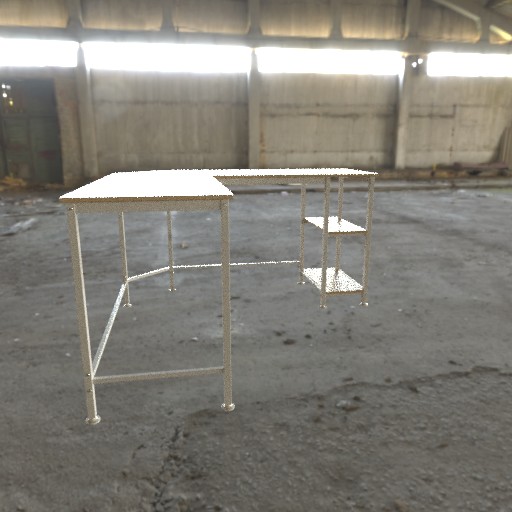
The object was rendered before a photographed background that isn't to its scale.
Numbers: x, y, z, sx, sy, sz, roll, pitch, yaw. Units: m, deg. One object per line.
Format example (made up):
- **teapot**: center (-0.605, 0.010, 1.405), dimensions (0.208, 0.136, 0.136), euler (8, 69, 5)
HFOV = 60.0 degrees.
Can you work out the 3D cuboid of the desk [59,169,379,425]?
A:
- **desk**: center (0.000, 0.000, 2.121), dimensions (1.379, 0.739, 1.379), euler (-2, 14, -10)
